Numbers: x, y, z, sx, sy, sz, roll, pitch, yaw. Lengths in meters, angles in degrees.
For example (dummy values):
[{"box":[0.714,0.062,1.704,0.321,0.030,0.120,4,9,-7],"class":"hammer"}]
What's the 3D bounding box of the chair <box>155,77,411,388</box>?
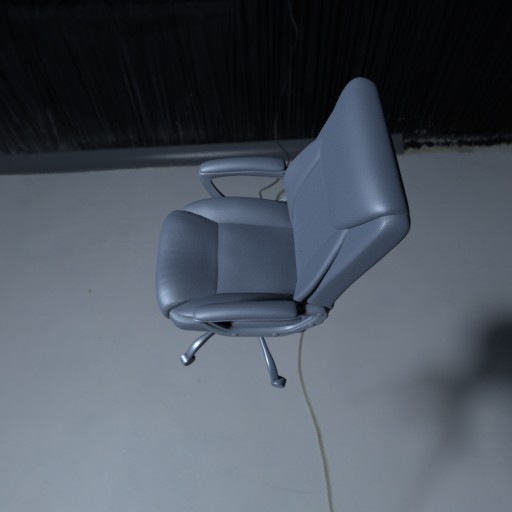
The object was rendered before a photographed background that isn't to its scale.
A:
[{"box":[0.000,0.000,1.458,0.655,1.072,0.615,-1,60,-1],"class":"chair"}]
